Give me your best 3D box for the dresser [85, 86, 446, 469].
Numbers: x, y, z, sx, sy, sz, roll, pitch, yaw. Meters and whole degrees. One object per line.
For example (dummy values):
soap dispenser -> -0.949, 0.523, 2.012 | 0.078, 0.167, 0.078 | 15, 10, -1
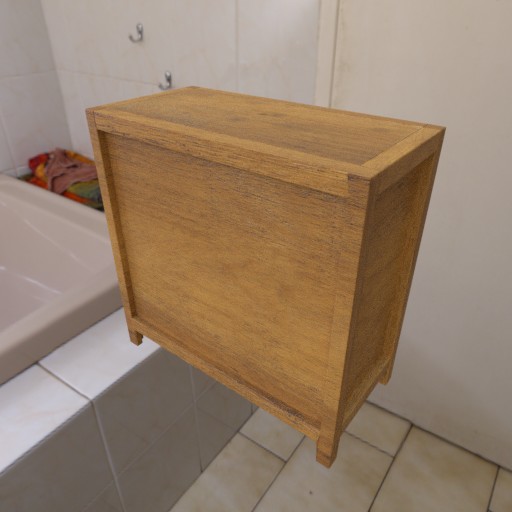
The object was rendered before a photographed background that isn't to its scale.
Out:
dresser -> 0.000, 0.000, 1.297 | 0.804, 0.804, 0.427 | 22, 37, 31
